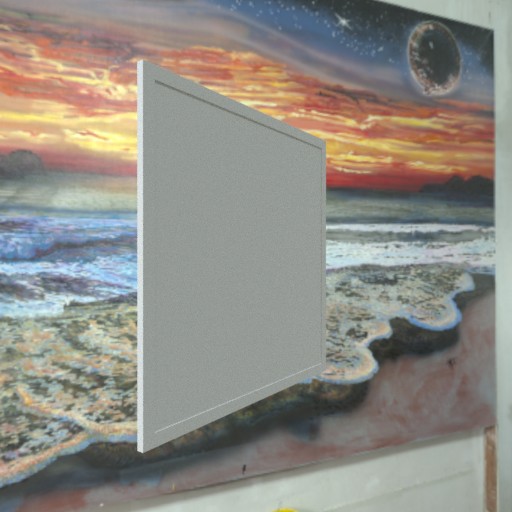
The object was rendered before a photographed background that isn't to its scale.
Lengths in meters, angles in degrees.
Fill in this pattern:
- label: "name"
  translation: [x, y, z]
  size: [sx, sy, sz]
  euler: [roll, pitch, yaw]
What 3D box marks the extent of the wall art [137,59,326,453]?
- label: "wall art"
  translation: [0.000, 0.000, 1.013]
  size: [0.015, 0.660, 0.660]
  euler: [0, 0, 36]
